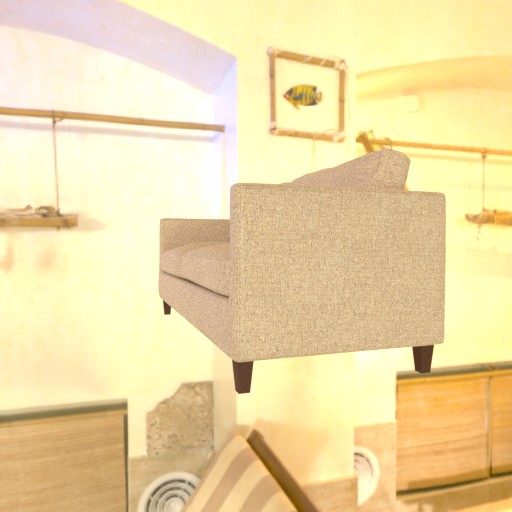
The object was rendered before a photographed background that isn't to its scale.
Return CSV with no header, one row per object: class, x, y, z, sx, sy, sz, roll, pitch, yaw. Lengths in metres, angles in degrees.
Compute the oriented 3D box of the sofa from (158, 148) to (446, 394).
sofa,0.000,0.000,2.719,0.951,0.965,2.208,0,1,-19
